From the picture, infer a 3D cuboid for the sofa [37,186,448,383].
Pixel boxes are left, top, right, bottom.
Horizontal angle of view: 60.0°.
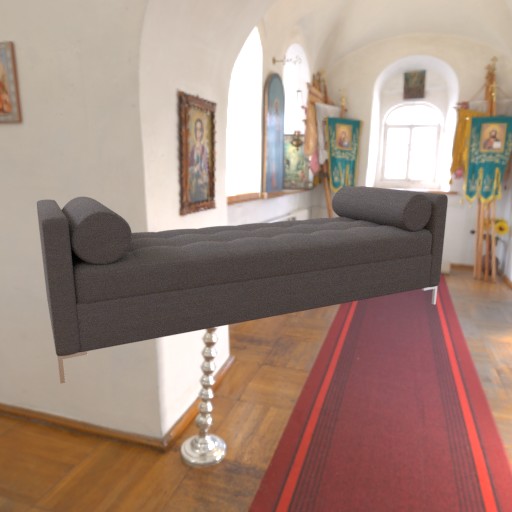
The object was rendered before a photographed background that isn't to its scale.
[{"bbox_3d":[0.000,0.000,2.300,1.981,0.635,0.686,-7,15,-26],"label":"sofa"}]
